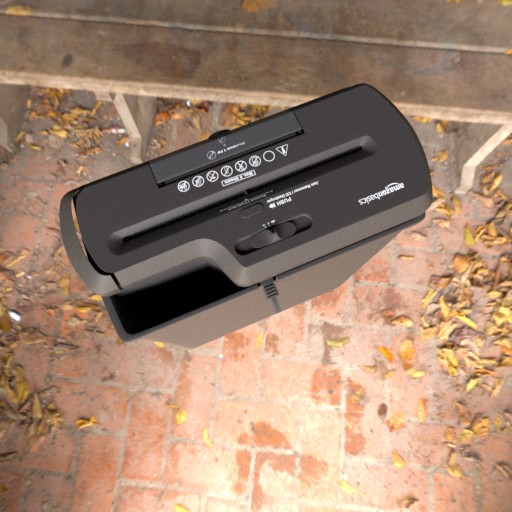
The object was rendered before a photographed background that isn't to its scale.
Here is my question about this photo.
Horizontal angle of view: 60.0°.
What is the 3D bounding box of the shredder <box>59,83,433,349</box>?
[{"bbox_3d":[0.000,0.000,0.522,0.320,0.335,0.170,-22,76,-6],"label":"shredder"}]
